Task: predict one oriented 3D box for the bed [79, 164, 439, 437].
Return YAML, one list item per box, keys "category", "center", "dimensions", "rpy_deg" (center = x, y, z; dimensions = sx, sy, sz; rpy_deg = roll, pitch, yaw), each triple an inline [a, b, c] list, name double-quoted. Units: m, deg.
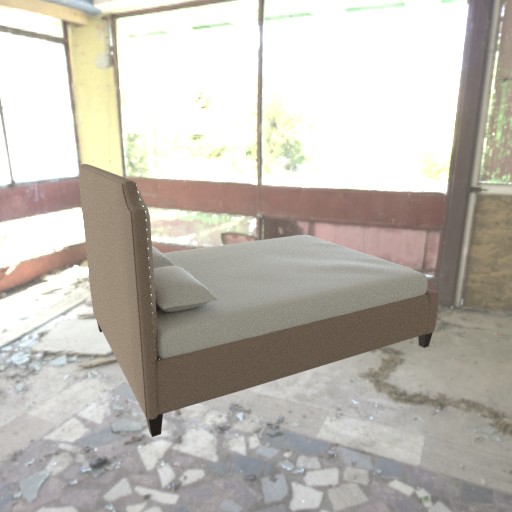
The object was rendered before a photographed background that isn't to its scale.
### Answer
- category: "bed"
  center: [0.000, 0.000, 3.547]
  dimensions: [2.372, 1.443, 1.713]
  rpy_deg: [-9, 18, -28]
